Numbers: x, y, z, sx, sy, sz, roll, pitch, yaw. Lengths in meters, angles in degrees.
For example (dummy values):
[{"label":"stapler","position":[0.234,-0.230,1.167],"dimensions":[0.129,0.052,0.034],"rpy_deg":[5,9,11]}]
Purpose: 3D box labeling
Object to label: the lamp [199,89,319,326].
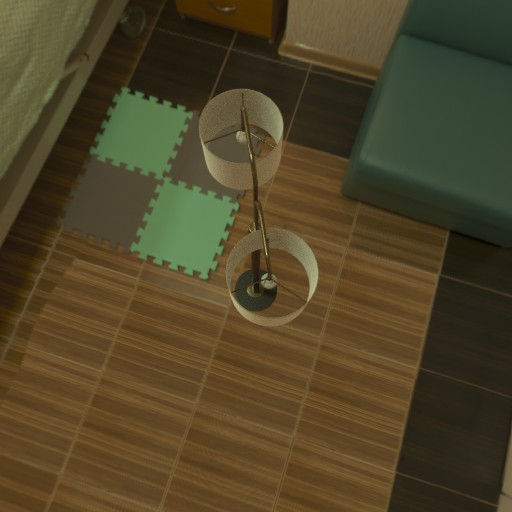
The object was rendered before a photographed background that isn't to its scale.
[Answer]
[{"label":"lamp","position":[0.000,0.000,1.902],"dimensions":[0.254,1.587,0.711],"rpy_deg":[-11,75,-3]}]
